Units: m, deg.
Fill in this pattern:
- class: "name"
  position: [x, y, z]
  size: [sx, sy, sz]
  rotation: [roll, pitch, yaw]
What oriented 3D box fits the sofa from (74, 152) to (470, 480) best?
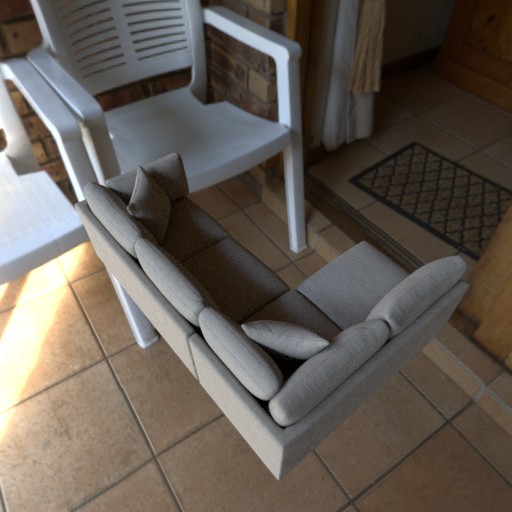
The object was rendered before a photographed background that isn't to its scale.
- class: "sofa"
  position: [0.000, 0.000, 3.929]
  size: [1.994, 0.978, 2.896]
  rotation: [-31, 55, -26]
